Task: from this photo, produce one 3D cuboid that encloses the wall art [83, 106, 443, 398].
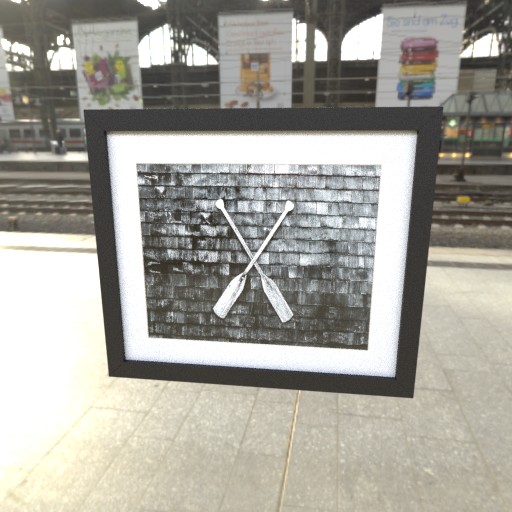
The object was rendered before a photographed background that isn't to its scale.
[{"bbox_3d":[0.000,0.000,0.523,0.381,0.330,0.029,2,15,7],"label":"wall art"}]
